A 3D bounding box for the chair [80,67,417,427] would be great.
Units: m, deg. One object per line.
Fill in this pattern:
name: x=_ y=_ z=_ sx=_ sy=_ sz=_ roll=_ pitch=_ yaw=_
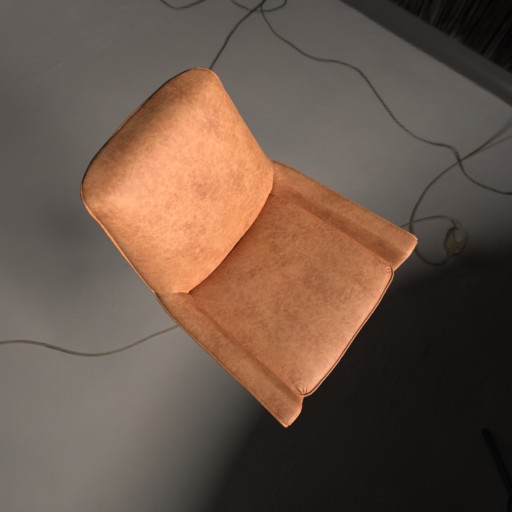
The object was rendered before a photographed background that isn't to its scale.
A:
chair: x=0.000 y=0.000 z=1.496 sx=0.851 sy=0.883 sz=0.753 roll=36 pitch=77 yaw=9
